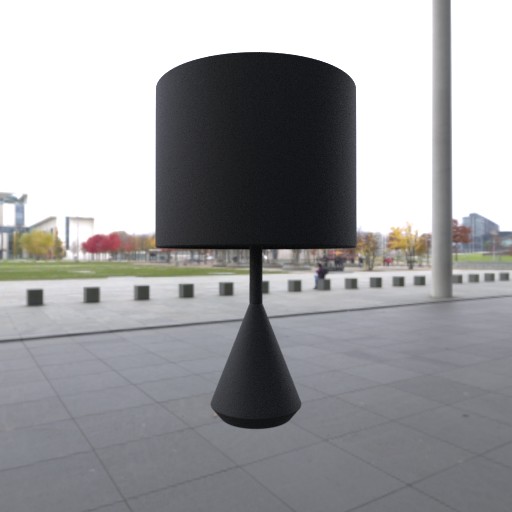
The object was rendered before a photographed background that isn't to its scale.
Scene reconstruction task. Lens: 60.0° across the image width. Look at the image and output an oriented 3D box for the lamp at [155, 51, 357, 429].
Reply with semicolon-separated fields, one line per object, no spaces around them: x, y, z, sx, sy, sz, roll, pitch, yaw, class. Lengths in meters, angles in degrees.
0.000;0.000;0.810;0.359;0.584;0.359;0;0;-18;lamp
